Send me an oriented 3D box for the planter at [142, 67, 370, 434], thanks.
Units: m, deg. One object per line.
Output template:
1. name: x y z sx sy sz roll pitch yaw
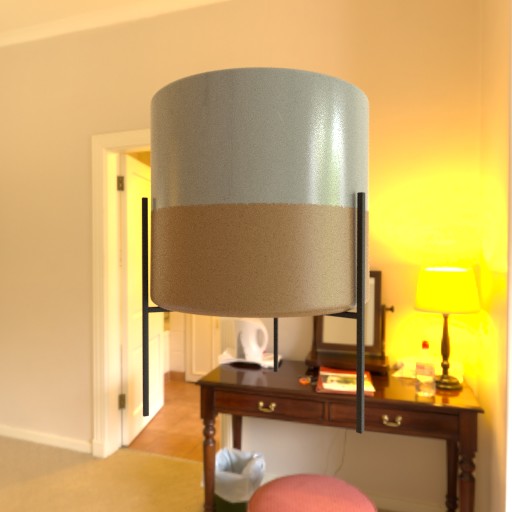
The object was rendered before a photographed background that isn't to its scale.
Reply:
1. planter: 0.000 0.000 0.721 0.360 0.480 0.348 0 1 -19
